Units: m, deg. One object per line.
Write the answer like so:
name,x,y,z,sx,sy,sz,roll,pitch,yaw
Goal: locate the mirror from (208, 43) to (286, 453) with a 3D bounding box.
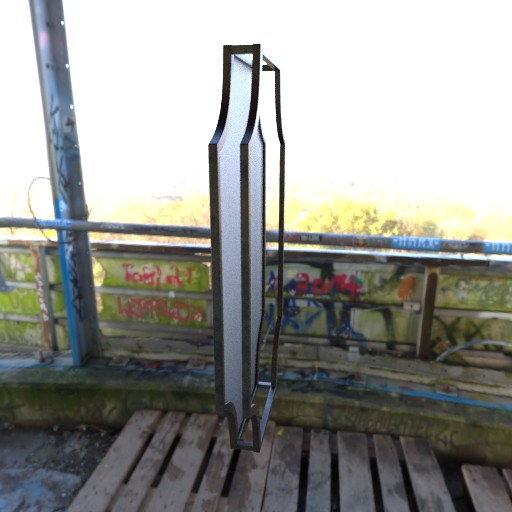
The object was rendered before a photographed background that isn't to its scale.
mirror,0.000,0.000,0.974,0.066,0.811,0.462,3,16,10
